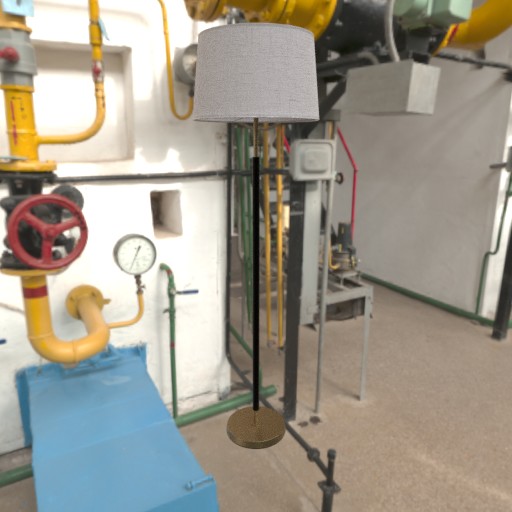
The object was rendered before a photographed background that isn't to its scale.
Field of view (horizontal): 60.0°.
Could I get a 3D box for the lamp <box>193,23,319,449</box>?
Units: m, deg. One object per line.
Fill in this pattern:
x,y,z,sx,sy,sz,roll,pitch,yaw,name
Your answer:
0.000,0.000,1.603,0.420,1.447,0.420,0,15,0,lamp
